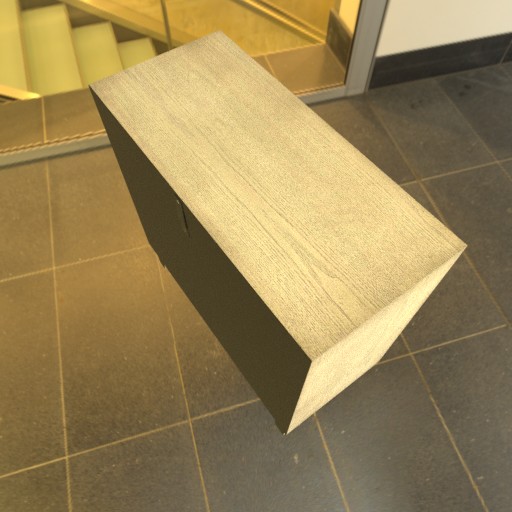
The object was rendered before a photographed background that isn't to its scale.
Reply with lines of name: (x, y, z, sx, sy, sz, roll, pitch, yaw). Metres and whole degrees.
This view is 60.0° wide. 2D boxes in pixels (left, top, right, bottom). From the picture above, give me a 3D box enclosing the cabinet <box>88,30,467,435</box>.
cabinet: (0.000, 0.000, 1.221, 0.370, 0.787, 0.781, -32, 64, -18)
